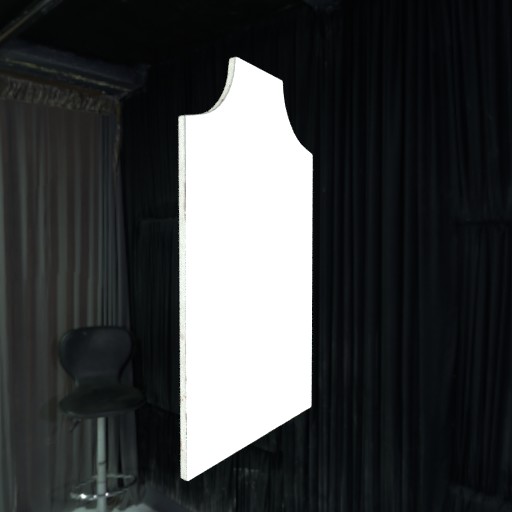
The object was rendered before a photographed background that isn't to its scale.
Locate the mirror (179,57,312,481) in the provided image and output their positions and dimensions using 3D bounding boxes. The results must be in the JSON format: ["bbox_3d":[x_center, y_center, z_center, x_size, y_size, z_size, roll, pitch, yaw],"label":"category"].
[{"bbox_3d":[0.000,0.000,0.871,0.022,0.717,0.403,2,3,37],"label":"mirror"}]
